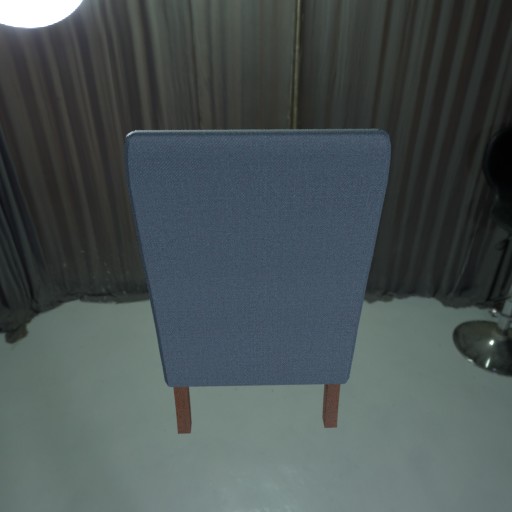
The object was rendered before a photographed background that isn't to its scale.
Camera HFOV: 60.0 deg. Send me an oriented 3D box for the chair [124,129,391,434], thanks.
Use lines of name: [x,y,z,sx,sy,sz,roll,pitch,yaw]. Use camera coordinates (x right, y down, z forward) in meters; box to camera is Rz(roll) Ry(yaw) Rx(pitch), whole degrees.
chair: [0.000,0.000,1.181,0.513,0.804,0.592,-1,30,-2]
